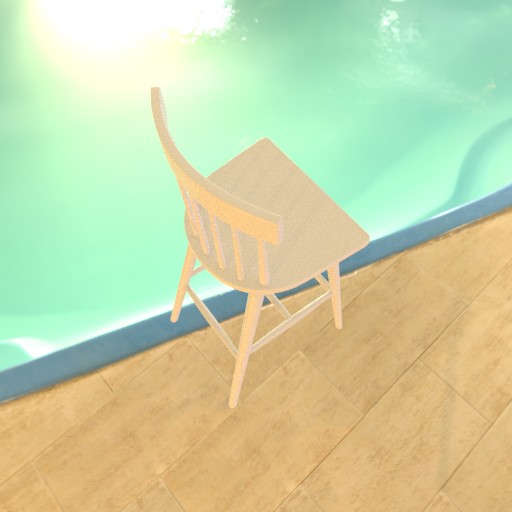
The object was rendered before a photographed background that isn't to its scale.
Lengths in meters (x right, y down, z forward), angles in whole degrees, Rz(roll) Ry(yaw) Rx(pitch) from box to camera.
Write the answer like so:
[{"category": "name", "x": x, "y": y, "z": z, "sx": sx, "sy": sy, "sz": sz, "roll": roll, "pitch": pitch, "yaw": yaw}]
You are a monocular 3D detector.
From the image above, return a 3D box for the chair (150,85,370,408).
[{"category": "chair", "x": 0.000, "y": 0.000, "z": 1.409, "sx": 0.572, "sy": 1.092, "sz": 0.483, "roll": -32, "pitch": 64, "yaw": -18}]
